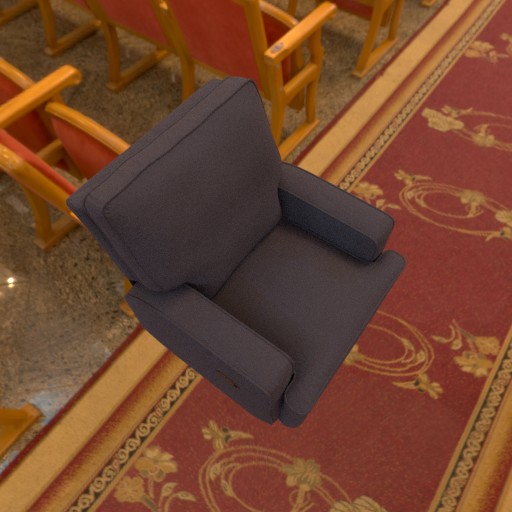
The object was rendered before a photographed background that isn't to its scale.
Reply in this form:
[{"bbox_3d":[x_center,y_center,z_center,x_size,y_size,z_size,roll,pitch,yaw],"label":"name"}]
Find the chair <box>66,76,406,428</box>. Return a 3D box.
[{"bbox_3d":[0.000,0.000,1.706,0.964,0.962,0.861,33,65,18],"label":"chair"}]
